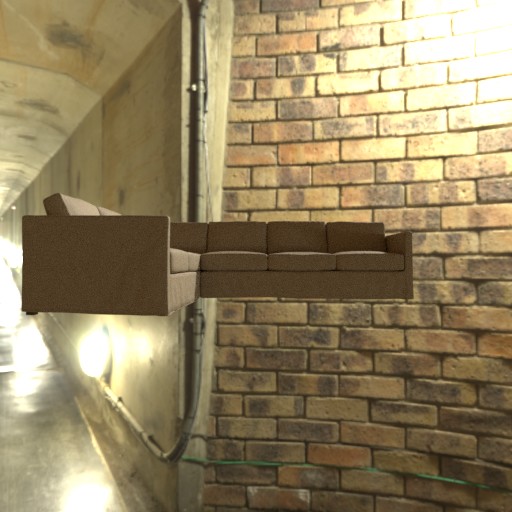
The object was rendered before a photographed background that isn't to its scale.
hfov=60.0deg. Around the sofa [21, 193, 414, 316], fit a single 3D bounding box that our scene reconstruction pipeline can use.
[{"bbox_3d":[0.000,0.000,4.203,3.182,0.871,2.432,0,-1,1],"label":"sofa"}]
